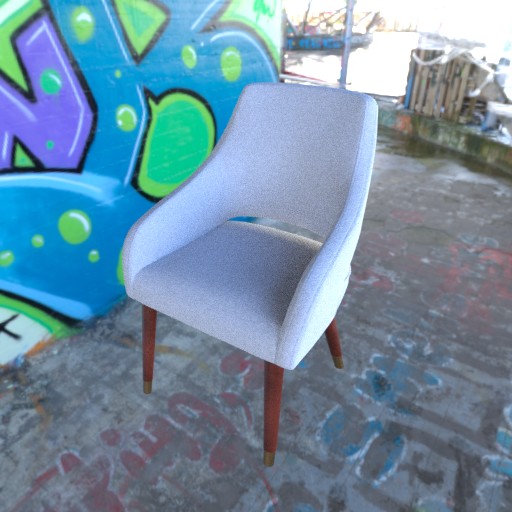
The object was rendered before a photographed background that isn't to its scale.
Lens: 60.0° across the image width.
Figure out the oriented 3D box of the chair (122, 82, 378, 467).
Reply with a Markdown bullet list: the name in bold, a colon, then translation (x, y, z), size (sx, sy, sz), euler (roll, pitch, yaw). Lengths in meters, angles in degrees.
- **chair**: translation (0.000, 0.000, 1.321), size (0.609, 0.889, 0.600), euler (18, 34, 29)
